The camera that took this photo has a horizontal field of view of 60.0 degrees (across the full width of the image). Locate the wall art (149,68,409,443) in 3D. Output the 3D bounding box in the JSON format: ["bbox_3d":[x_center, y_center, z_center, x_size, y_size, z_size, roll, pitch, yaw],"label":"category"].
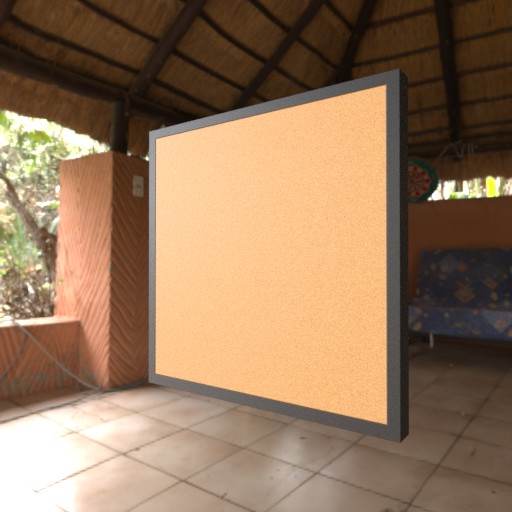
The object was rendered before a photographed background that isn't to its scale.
[{"bbox_3d":[0.000,0.000,0.761,0.506,0.506,0.037,0,-1,36],"label":"wall art"}]
